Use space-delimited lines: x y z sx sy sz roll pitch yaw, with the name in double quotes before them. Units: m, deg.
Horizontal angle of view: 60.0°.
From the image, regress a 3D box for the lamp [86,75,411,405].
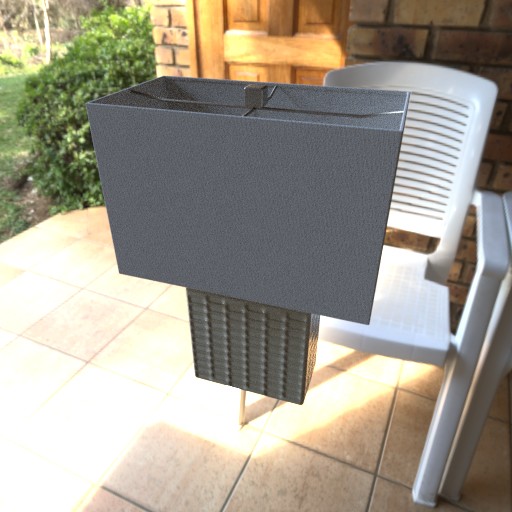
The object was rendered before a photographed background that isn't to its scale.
"lamp" 0.000 0.000 0.707 0.380 0.515 0.200 10 33 16
